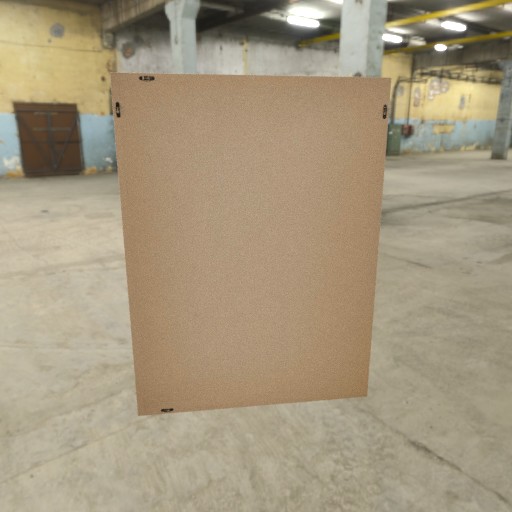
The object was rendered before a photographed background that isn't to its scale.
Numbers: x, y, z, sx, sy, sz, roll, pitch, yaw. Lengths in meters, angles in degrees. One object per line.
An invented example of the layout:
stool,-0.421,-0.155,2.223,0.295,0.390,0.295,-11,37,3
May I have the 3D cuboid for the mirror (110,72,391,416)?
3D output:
mirror,0.000,0.000,1.339,0.762,1.016,0.041,-2,16,-8
